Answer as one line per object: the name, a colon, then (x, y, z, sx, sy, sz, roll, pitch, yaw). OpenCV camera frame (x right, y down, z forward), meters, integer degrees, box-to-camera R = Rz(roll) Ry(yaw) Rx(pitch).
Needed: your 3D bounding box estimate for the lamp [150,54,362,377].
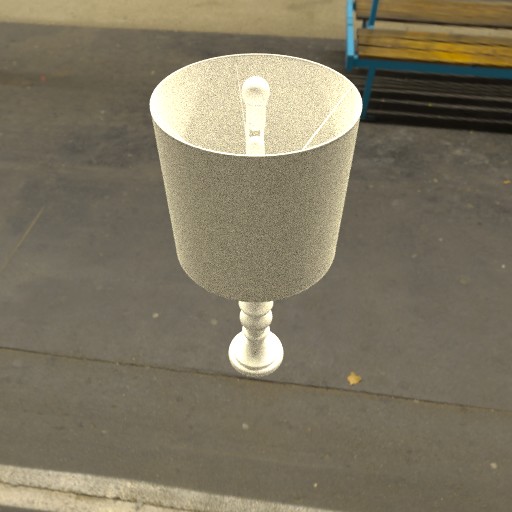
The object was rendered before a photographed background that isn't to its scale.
lamp: (0.000, 0.000, 0.729, 0.250, 0.597, 0.250, -10, 47, -10)
